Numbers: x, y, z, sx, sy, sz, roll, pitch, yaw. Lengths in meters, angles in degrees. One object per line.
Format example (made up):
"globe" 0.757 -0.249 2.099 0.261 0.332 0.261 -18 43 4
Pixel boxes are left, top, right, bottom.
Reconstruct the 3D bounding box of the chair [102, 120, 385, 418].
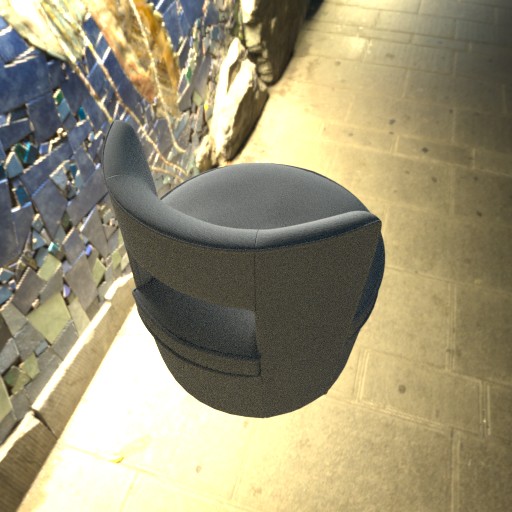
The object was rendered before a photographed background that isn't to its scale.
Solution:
"chair" 0.000 0.000 1.170 0.650 0.723 0.665 24 52 20
